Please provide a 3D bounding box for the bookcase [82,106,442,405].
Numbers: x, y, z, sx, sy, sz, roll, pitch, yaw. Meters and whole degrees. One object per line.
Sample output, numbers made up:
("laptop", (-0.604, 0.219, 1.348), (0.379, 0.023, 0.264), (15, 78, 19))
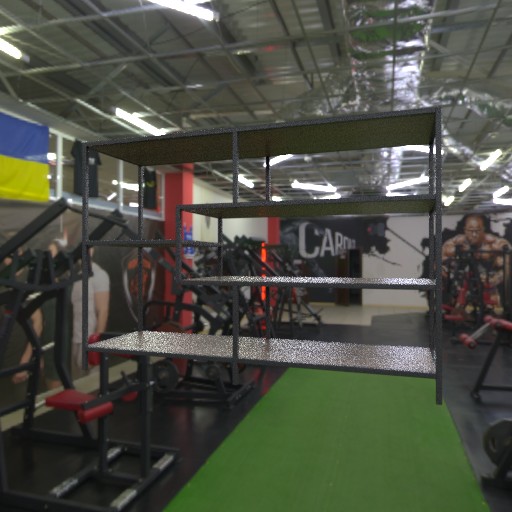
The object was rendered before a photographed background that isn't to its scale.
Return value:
("bookcase", (0.000, 0.000, 1.502), (1.140, 0.780, 0.350), (0, 0, 19))
